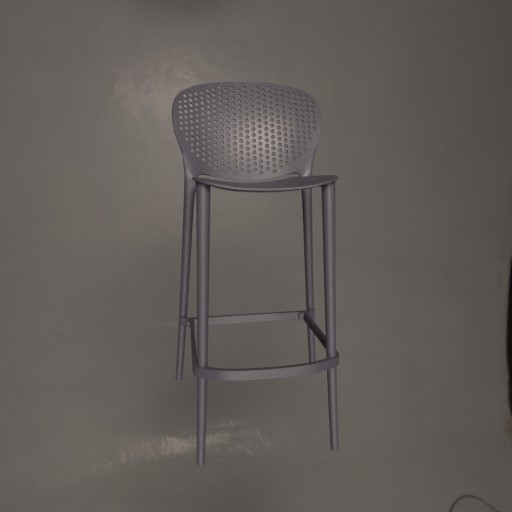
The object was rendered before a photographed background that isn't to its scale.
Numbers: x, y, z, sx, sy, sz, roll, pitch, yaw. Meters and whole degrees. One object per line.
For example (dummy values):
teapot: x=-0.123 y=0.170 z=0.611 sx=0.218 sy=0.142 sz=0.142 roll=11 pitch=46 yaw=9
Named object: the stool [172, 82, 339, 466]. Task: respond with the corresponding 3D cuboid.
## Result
stool: x=0.000 y=0.000 z=1.344 sx=0.536 sy=1.045 sz=0.535 roll=-2 pitch=15 yaw=-9
